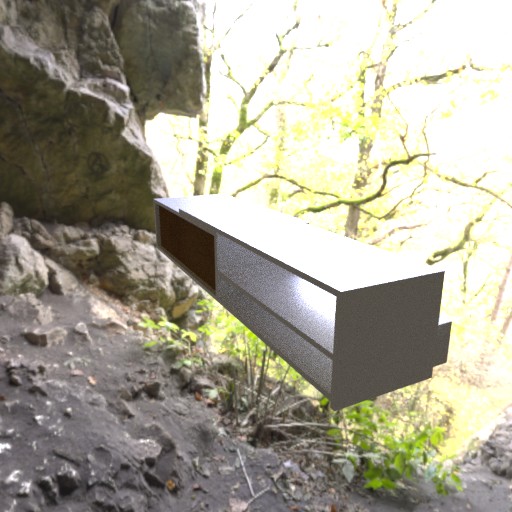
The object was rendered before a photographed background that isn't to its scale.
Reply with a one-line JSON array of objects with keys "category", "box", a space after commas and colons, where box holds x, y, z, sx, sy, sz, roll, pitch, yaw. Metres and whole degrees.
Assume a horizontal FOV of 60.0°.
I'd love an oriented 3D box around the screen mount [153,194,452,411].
[{"category": "screen mount", "box": [0.000, 0.000, 1.873, 0.420, 0.320, 1.680, -8, 18, -26]}]
